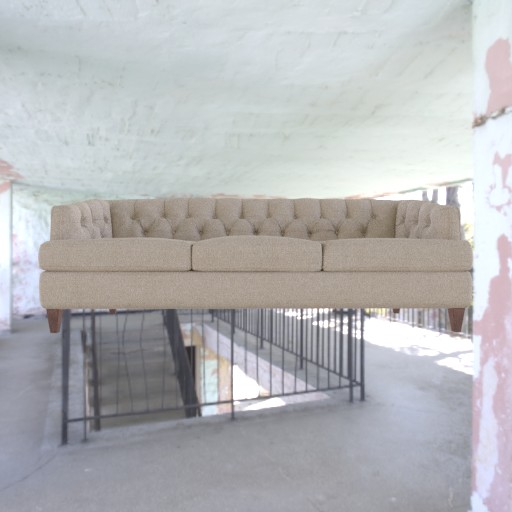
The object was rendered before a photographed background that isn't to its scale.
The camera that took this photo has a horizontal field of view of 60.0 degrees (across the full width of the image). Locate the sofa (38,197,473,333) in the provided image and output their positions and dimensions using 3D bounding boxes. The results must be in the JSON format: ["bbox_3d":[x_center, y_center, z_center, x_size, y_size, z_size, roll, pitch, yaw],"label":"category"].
[{"bbox_3d":[0.000,0.000,2.683,2.235,0.788,0.913,0,0,-1],"label":"sofa"}]
